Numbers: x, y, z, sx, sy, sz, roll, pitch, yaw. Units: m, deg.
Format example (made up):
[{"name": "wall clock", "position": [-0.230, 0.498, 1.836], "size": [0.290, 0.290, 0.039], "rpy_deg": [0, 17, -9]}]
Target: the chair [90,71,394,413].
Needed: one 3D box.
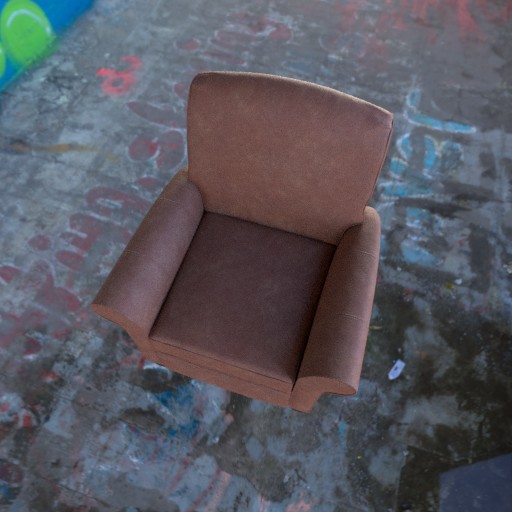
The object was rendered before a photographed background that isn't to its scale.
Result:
[{"name": "chair", "position": [0.000, 0.000, 1.793], "size": [0.978, 1.061, 0.902], "rpy_deg": [16, 60, 9]}]
